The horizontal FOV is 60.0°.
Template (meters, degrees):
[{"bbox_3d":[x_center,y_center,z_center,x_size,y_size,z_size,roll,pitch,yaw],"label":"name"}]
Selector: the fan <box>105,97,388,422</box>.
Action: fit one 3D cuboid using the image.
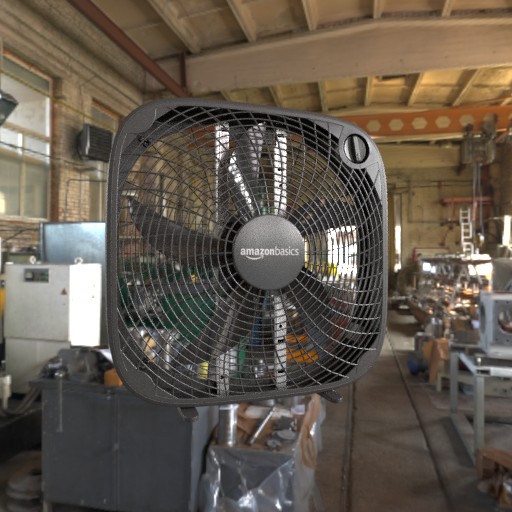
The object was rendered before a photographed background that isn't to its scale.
[{"bbox_3d":[0.000,0.000,0.819,0.526,0.533,0.142,0,0,-20],"label":"fan"}]
